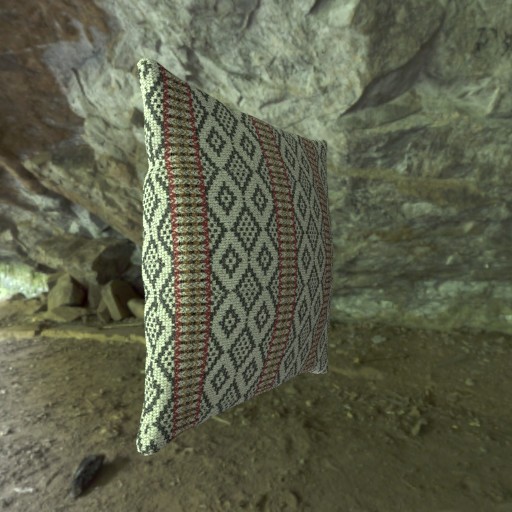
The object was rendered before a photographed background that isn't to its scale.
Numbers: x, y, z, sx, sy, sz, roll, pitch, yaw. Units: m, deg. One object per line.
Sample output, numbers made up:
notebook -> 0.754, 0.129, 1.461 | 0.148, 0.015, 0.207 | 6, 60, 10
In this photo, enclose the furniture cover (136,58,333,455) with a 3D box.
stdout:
furniture cover -> 0.000, 0.000, 0.763 | 0.182, 0.506, 0.503 | 0, 0, 35
